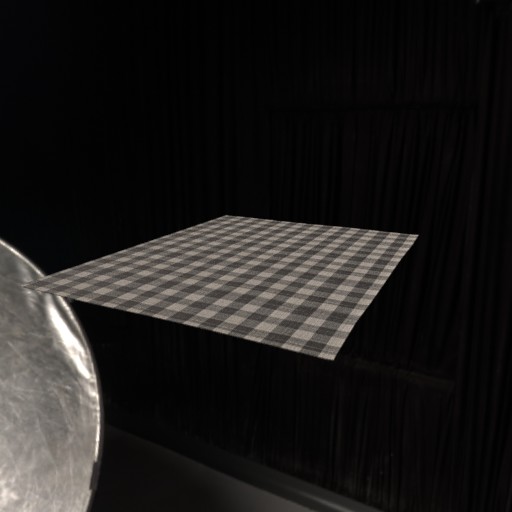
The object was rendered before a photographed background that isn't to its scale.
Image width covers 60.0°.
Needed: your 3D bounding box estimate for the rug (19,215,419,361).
[{"bbox_3d":[0.000,0.000,4.062,2.432,0.013,3.021,8,18,26],"label":"rug"}]
